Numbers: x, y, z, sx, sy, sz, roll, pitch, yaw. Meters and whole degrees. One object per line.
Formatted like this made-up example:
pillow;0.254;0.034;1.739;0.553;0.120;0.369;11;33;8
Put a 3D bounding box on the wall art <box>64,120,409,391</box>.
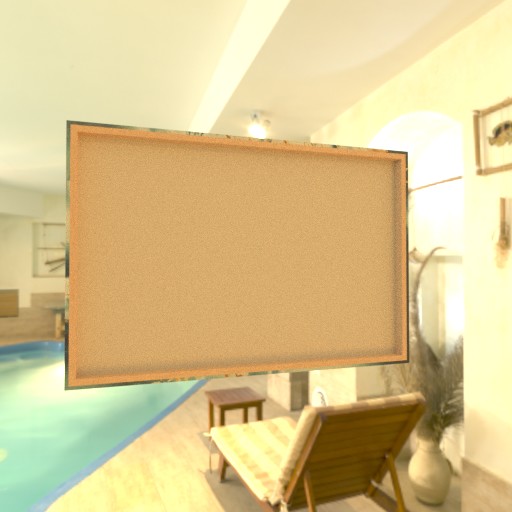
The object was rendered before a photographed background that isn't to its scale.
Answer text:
wall art;0.000;0.000;1.154;0.912;0.608;0.038;0;-1;-18
